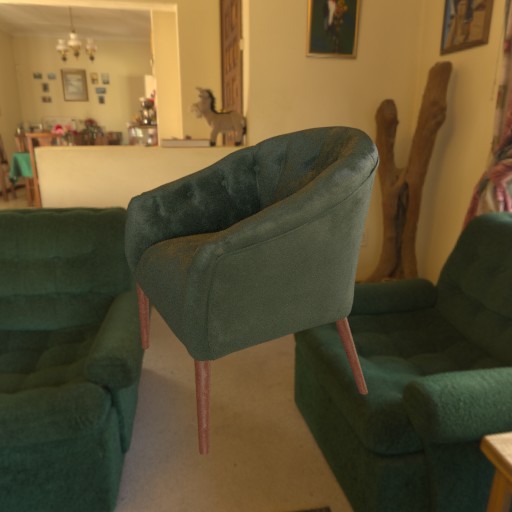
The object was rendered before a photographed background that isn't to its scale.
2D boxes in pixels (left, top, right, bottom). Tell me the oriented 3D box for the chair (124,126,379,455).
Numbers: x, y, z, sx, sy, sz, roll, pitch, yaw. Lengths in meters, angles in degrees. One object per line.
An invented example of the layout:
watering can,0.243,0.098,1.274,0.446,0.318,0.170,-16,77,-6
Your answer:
chair,0.000,0.000,1.575,0.776,0.885,0.851,-8,18,-26
